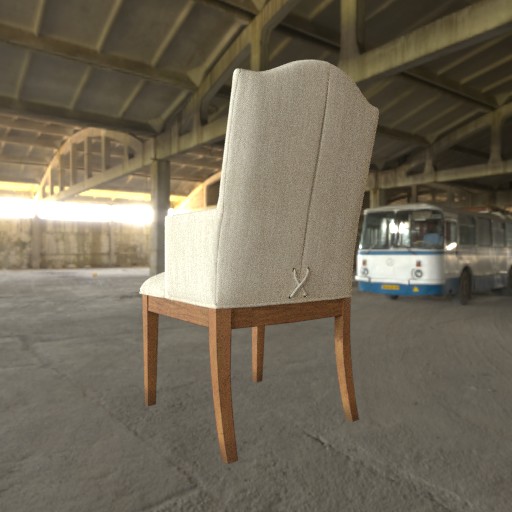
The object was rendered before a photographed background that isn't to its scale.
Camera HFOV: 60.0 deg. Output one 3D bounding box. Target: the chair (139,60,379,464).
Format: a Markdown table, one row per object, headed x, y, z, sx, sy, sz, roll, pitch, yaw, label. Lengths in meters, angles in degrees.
| x | y | z | sx | sy | sz | roll | pitch | yaw | label |
| --- | --- | --- | --- | --- | --- | --- | --- | --- | --- |
| 0.000 | 0.000 | 1.399 | 0.533 | 1.016 | 0.641 | -1 | 1 | -36 | chair |
